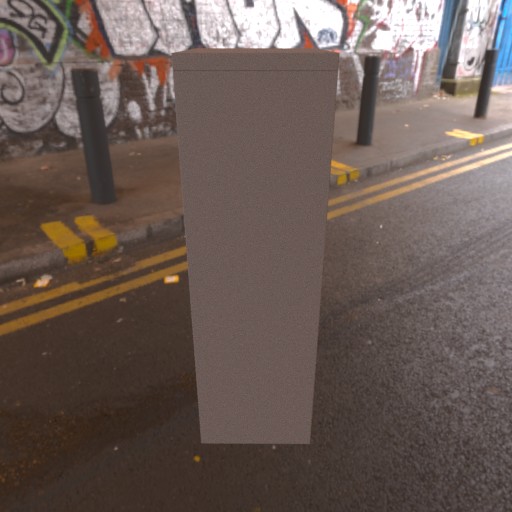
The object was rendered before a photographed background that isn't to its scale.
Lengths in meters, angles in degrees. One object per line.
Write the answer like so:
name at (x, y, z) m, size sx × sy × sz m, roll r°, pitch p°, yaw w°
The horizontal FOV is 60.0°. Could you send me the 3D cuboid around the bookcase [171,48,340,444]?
bookcase at (0.000, 0.000, 1.282) m, size 0.330 × 1.080 × 0.390 m, roll 0°, pitch 26°, yaw 0°
